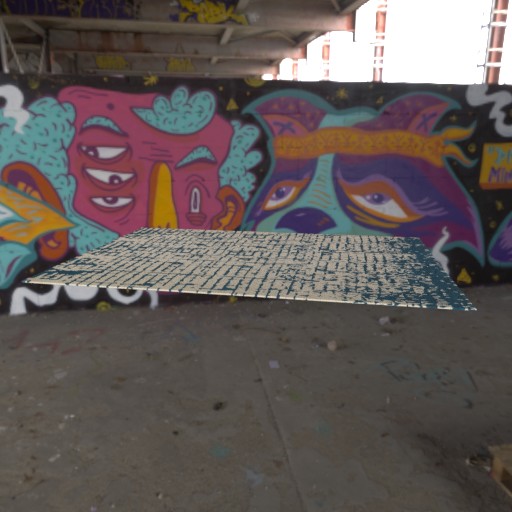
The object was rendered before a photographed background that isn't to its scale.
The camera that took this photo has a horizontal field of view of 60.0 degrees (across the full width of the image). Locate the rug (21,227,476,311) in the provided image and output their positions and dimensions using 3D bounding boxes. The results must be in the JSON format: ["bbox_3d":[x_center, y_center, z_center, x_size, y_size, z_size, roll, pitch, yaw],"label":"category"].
[{"bbox_3d":[0.000,0.000,2.324,1.828,0.007,1.220,3,15,10],"label":"rug"}]
